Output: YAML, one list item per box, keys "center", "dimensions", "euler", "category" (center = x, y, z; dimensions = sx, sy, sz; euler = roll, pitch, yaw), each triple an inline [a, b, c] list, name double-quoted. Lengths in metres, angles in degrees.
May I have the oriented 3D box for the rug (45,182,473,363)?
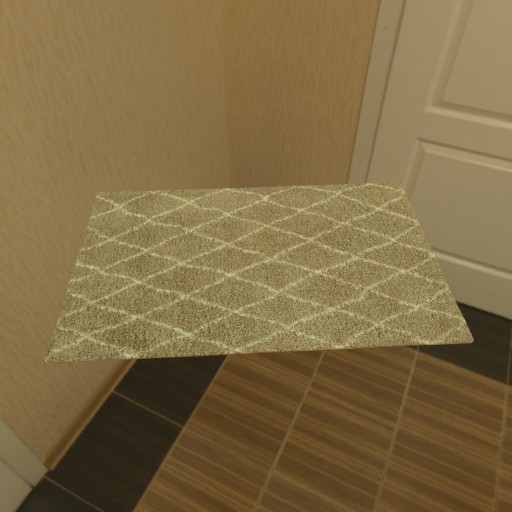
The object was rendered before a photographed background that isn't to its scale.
- center: [0.000, 0.000, 3.038]
  dimensions: [2.438, 0.030, 1.524]
  euler: [-2, 46, -2]
  category: "rug"
